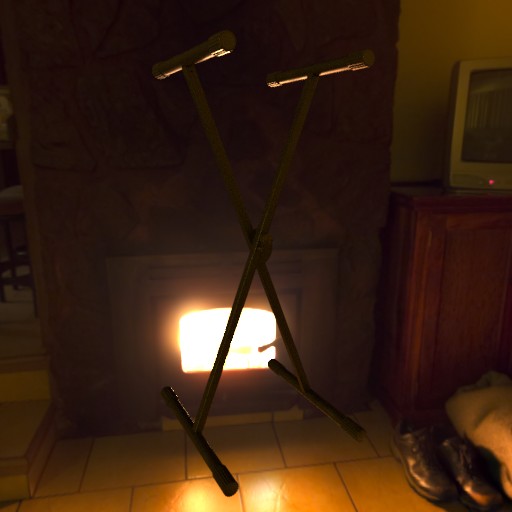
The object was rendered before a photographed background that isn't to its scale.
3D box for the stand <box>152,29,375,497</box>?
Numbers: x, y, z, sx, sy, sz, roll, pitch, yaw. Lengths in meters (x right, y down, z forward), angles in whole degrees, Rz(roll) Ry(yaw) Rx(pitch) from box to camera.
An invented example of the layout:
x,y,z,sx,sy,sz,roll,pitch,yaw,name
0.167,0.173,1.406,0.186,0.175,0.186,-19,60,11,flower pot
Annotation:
x,y,z,sx,sy,sz,roll,pitch,yaw,name
0.000,0.000,1.130,0.409,0.940,0.449,-8,16,-28,stand
